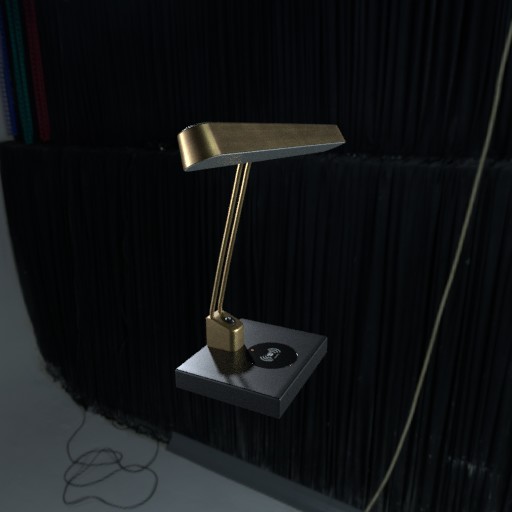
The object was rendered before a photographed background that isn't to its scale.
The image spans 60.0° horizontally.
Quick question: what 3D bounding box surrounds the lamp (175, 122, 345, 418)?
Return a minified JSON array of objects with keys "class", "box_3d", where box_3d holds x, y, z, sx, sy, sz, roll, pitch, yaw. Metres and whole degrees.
[{"class":"lamp","box_3d":[0.000,0.000,0.603,0.156,0.345,0.412,8,18,25]}]
